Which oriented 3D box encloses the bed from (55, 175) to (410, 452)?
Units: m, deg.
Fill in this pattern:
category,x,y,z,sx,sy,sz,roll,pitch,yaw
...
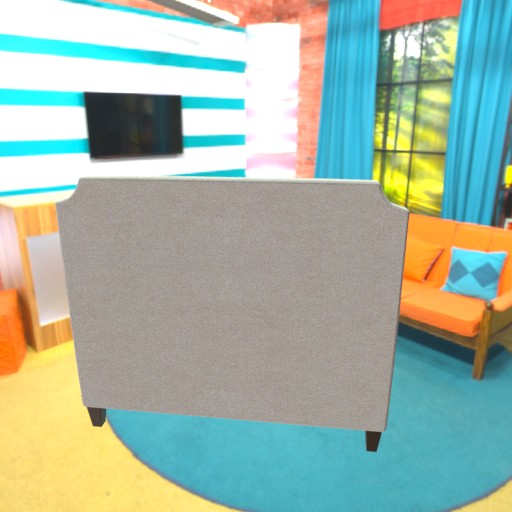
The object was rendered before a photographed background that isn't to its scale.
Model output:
category,x,y,z,sx,sy,sz,roll,pitch,yaw
bed,0.000,0.000,3.394,1.713,1.457,2.381,2,17,7
